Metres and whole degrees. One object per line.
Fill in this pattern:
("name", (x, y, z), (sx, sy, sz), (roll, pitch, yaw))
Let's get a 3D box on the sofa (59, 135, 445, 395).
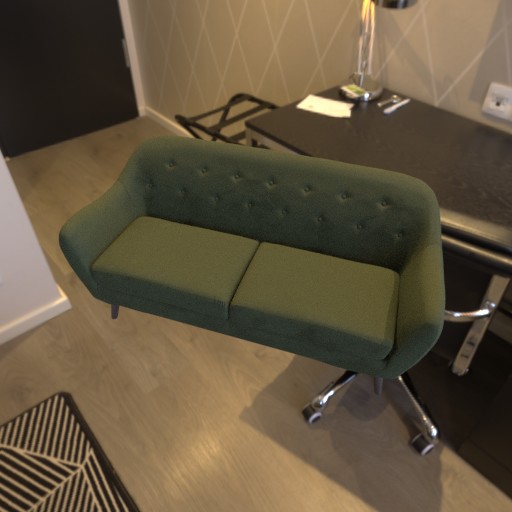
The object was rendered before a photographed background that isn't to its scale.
("sofa", (0.000, 0.000, 2.356), (1.840, 0.836, 0.820), (13, 43, 14))
